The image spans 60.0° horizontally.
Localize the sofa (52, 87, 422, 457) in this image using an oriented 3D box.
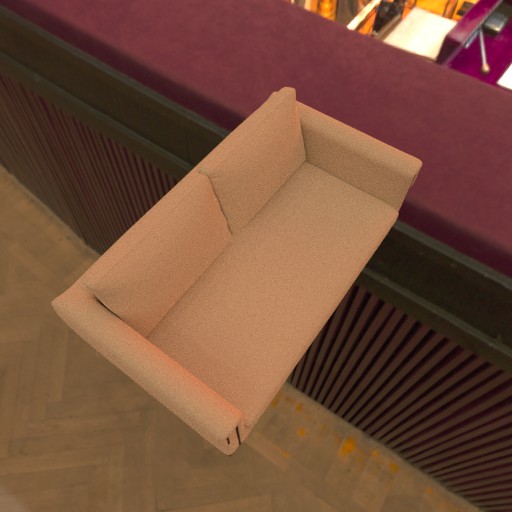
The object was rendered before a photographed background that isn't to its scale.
[{"bbox_3d":[0.000,0.000,2.165,0.905,0.873,1.598,32,64,18],"label":"sofa"}]
